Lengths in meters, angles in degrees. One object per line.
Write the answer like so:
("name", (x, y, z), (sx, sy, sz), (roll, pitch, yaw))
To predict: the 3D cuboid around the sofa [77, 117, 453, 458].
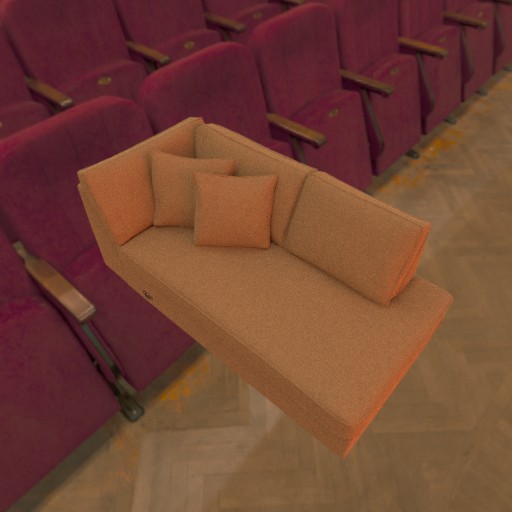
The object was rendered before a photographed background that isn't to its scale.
("sofa", (0.000, 0.000, 2.866), (2.237, 1.033, 1.110), (32, 54, 27))
